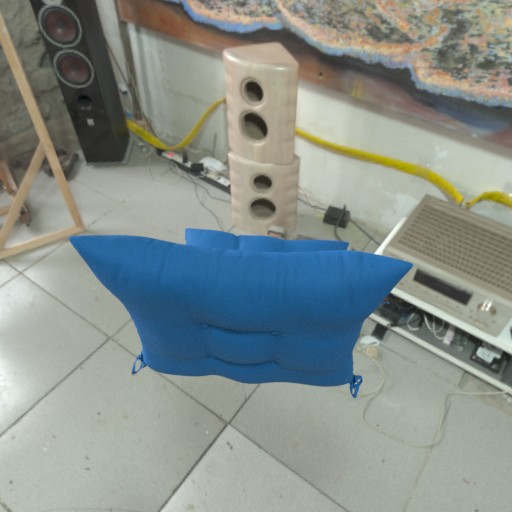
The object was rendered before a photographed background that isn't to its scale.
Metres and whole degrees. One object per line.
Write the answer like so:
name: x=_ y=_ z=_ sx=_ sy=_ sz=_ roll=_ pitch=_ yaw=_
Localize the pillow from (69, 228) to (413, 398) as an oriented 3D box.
pillow: x=0.000 y=0.000 z=0.998 sx=0.541 sy=0.536 sz=0.585 roll=5 pitch=47 yaw=4
